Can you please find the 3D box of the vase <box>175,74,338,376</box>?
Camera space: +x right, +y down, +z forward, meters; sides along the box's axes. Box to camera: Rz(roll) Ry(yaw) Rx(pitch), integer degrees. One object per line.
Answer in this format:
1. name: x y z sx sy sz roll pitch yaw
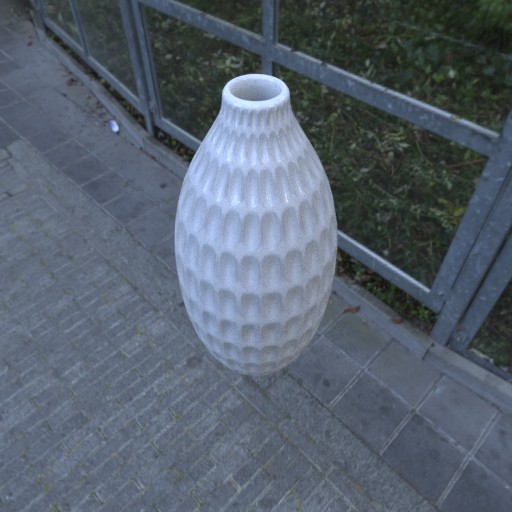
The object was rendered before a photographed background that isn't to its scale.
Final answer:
1. vase: 0.000 0.000 0.355 0.127 0.282 0.127 0 47 0
